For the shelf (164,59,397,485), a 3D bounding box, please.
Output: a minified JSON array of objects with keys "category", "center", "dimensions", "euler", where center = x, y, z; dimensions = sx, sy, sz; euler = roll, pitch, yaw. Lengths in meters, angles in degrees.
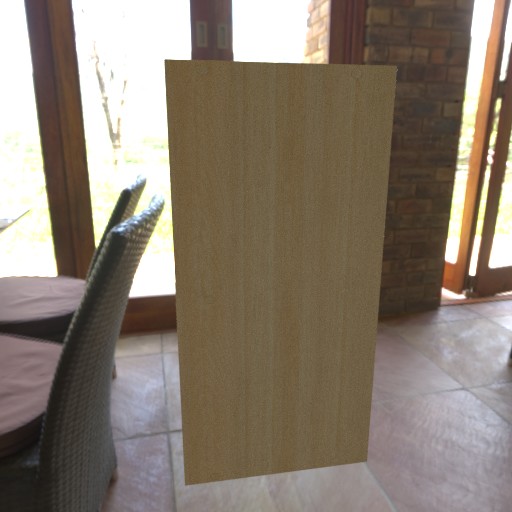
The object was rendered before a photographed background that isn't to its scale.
[{"category":"shelf","center":[0.000,0.000,0.808],"dimensions":[0.290,0.592,0.414],"euler":[-3,15,-10]}]
